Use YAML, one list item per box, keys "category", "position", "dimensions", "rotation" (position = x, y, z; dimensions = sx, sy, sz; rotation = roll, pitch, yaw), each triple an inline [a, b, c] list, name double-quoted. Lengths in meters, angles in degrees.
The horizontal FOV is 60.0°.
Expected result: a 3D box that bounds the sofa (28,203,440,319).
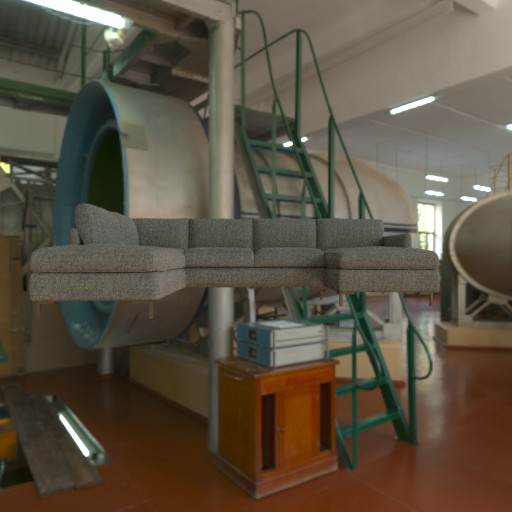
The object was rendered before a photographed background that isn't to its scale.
- category: "sofa"
  position: [0.000, 0.000, 3.562]
  dimensions: [2.737, 0.756, 1.879]
  rotation: [0, 0, -1]
